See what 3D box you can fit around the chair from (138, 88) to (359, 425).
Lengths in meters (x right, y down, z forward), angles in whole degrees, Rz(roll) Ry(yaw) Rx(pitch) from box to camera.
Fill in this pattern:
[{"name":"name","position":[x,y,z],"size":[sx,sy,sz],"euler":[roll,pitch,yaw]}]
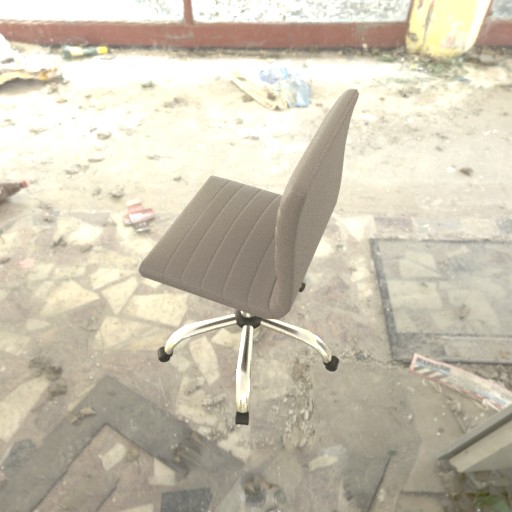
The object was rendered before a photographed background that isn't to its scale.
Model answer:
[{"name":"chair","position":[0.000,0.000,1.132],"size":[0.530,0.780,0.556],"euler":[16,48,15]}]
